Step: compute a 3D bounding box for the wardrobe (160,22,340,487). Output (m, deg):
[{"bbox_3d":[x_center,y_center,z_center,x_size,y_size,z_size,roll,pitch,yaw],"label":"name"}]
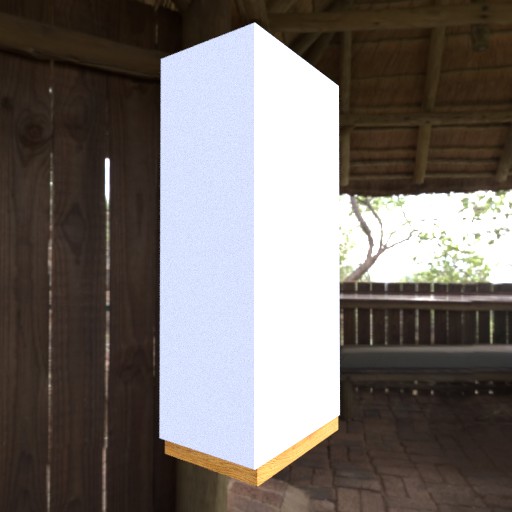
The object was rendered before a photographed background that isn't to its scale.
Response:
[{"bbox_3d":[0.000,0.000,2.461,0.600,2.040,0.860,-1,-1,36],"label":"wardrobe"}]
